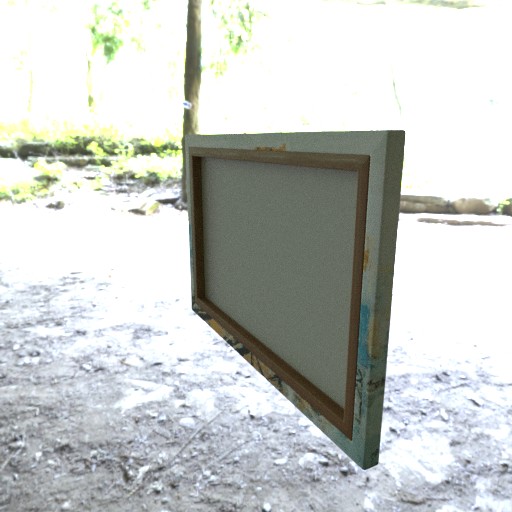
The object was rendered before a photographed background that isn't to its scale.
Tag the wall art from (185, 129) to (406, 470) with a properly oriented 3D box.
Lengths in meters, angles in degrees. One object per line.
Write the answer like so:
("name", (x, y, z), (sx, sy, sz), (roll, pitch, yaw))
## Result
("wall art", (0.000, 0.000, 1.140), (0.038, 0.609, 0.913), (-8, 17, -27))
